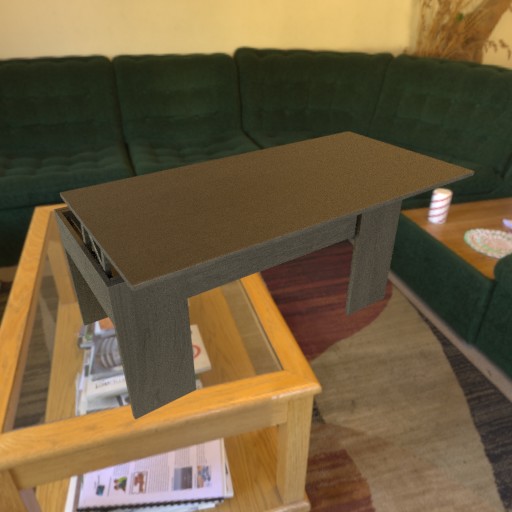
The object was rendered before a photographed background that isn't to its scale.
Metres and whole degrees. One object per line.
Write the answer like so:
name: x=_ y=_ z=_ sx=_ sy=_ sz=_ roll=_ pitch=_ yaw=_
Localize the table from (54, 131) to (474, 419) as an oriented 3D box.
table: x=0.000 y=0.000 z=1.399 sx=1.000 sy=0.570 sz=0.711 roll=-19 pitch=36 yaw=-29
